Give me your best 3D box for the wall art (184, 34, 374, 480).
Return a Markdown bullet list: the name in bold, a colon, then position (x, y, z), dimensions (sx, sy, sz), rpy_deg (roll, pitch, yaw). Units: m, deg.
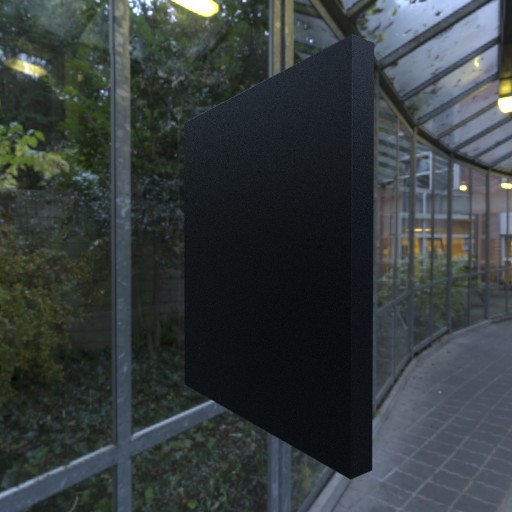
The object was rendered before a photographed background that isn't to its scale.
- **wall art**: position (0.000, 0.000, 0.520), dimensions (0.028, 0.380, 0.325), rpy_deg (-1, 1, -35)
